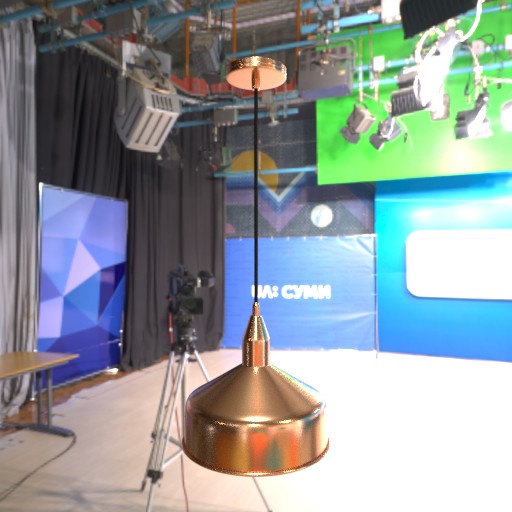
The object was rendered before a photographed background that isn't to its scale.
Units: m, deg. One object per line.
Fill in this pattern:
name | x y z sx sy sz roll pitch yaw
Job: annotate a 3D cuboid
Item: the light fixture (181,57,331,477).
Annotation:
light fixture | 0.000 0.000 0.902 0.301 0.754 0.301 0 1 -17
